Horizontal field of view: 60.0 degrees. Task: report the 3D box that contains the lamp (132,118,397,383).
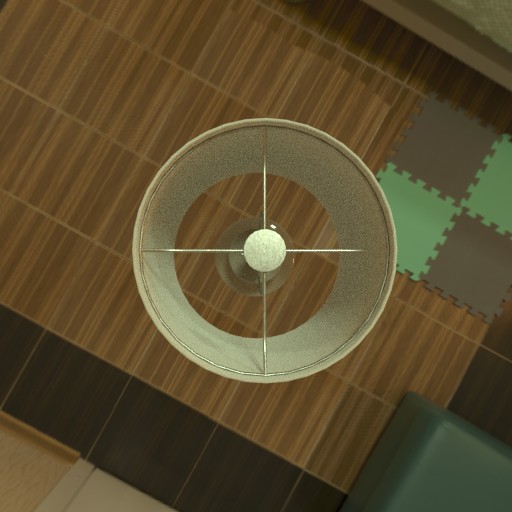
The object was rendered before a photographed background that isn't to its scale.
[{"bbox_3d":[0.000,0.000,0.599,0.212,0.493,0.212,0,89,-2],"label":"lamp"}]
